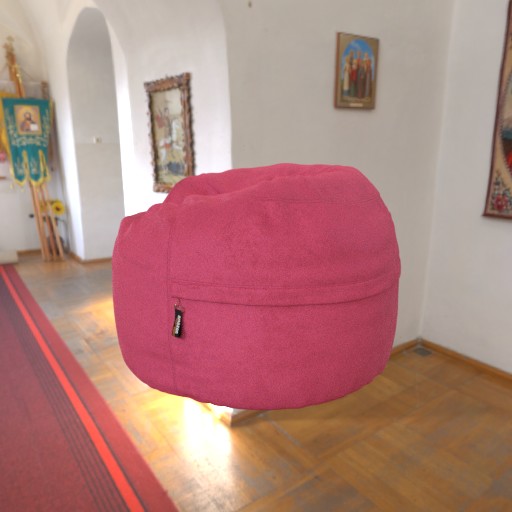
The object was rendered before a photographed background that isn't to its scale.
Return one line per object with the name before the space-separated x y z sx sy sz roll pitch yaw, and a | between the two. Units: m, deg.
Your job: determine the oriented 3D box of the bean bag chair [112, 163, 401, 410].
bean bag chair | 0.000 0.000 1.953 1.218 0.788 1.218 0 15 0
